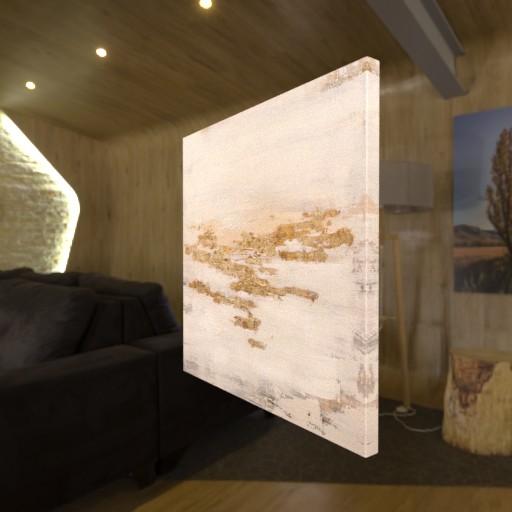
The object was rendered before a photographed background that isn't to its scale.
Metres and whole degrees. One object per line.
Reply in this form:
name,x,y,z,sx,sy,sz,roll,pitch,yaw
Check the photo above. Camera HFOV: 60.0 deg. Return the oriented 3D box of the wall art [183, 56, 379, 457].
wall art,0.000,0.000,1.146,0.038,0.755,0.753,-1,1,-36
